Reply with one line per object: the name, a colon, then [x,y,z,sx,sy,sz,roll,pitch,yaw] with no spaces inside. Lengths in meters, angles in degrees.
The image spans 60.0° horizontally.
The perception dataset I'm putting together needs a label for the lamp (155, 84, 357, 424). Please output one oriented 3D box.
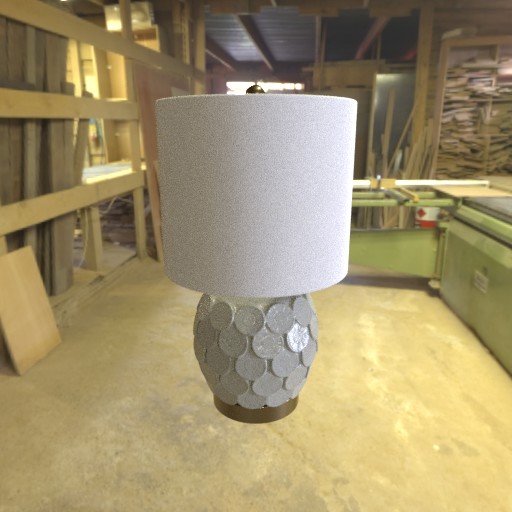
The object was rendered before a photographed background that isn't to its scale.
lamp: [0.000,0.000,0.623,0.254,0.452,0.254,0,15,0]
